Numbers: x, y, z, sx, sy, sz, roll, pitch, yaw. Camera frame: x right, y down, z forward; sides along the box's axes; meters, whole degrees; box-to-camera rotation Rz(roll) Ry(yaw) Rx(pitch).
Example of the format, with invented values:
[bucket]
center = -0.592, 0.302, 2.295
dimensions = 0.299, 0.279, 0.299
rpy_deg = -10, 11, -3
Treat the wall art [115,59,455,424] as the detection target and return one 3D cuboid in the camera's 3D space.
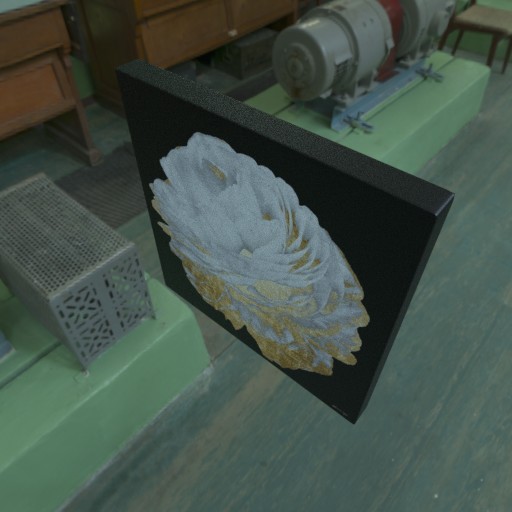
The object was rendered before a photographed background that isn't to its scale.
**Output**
[wall art]
center = 0.000, 0.000, 0.593
dimensions = 0.406, 0.407, 0.041
rpy_deg = 32, 54, 26
